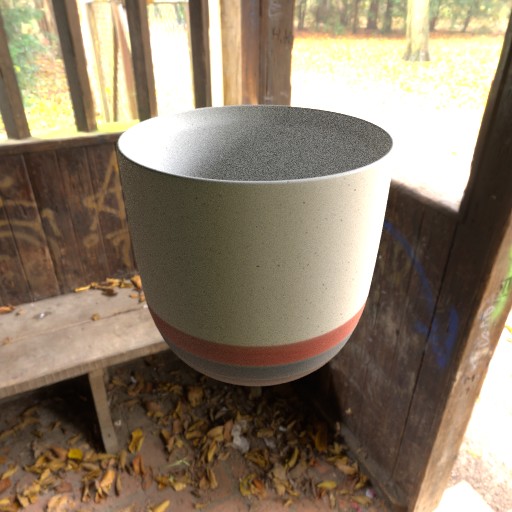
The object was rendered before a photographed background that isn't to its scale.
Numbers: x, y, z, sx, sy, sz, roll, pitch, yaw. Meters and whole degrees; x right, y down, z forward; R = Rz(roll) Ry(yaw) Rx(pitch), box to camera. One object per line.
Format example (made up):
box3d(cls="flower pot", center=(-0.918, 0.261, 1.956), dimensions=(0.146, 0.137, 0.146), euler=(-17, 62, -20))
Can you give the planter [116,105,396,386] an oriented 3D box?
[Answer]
box3d(cls="planter", center=(0.000, 0.000, 0.388), dimensions=(0.204, 0.214, 0.204), euler=(0, 31, 0))
